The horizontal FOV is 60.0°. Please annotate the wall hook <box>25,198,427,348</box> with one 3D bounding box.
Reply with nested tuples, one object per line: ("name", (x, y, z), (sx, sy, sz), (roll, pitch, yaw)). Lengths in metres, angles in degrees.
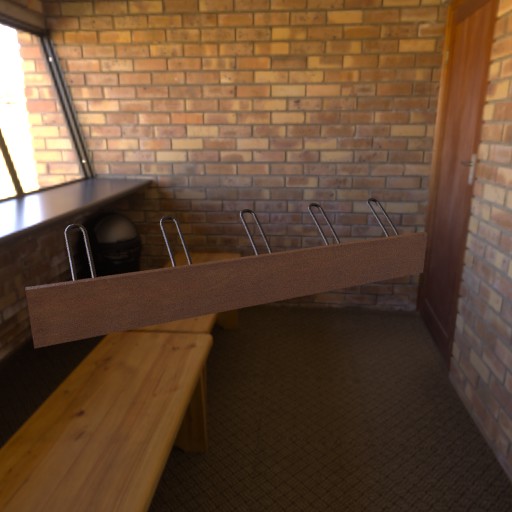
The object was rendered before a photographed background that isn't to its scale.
("wall hook", (0.000, 0.000, 0.598), (0.554, 0.116, 0.076), (-8, 18, -26))
